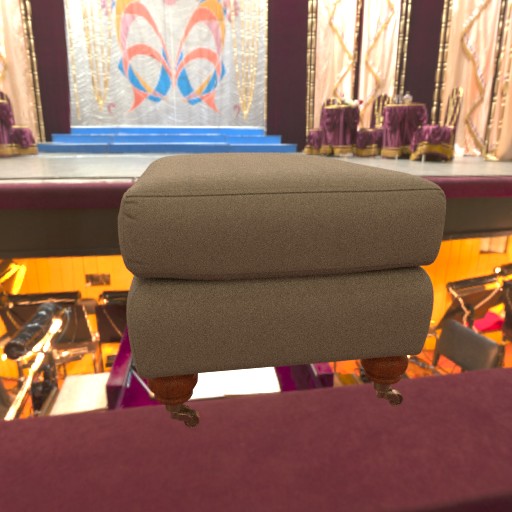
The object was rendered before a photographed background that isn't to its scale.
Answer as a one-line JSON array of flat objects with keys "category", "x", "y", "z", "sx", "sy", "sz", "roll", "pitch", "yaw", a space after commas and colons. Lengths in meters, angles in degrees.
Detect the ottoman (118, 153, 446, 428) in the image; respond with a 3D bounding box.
[{"category": "ottoman", "x": 0.000, "y": 0.000, "z": 1.120, "sx": 0.569, "sy": 0.499, "sz": 0.773, "roll": -3, "pitch": 16, "yaw": -9}]
